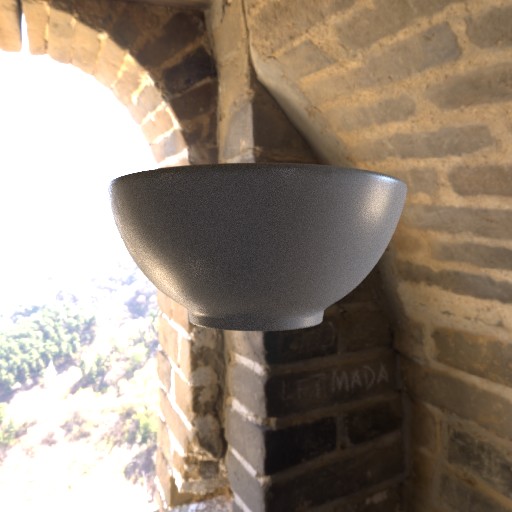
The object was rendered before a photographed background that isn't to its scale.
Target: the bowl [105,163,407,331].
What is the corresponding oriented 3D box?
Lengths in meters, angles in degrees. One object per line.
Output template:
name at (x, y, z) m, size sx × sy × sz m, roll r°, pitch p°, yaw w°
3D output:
bowl at (0.000, 0.000, 0.415) m, size 0.268 × 0.121 × 0.268 m, roll 0°, pitch 0°, yaw 0°
